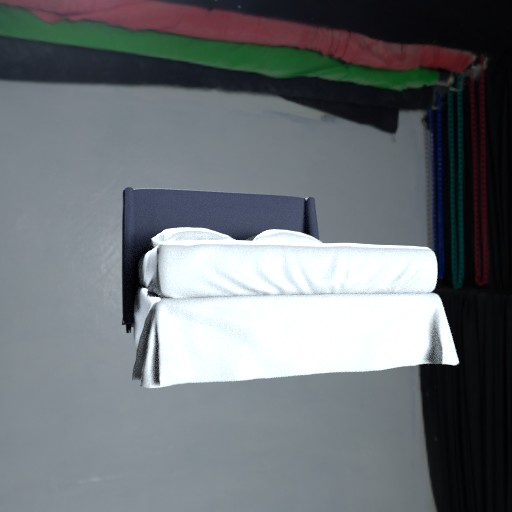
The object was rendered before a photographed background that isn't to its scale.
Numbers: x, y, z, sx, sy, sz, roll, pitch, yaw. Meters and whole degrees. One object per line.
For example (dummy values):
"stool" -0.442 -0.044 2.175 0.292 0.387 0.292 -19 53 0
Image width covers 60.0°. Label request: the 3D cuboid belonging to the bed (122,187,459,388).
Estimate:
"bed" 0.000 0.000 3.347 1.925 1.332 2.276 1 -2 -17
